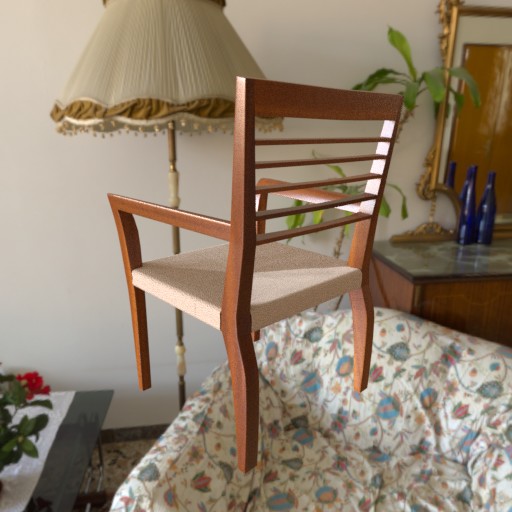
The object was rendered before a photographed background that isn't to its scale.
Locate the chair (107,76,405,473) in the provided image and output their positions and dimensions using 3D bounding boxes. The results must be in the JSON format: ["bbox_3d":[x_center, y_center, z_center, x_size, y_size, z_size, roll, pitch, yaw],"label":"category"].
[{"bbox_3d":[0.000,0.000,1.238,0.587,0.855,0.540,-15,21,-42],"label":"chair"}]
